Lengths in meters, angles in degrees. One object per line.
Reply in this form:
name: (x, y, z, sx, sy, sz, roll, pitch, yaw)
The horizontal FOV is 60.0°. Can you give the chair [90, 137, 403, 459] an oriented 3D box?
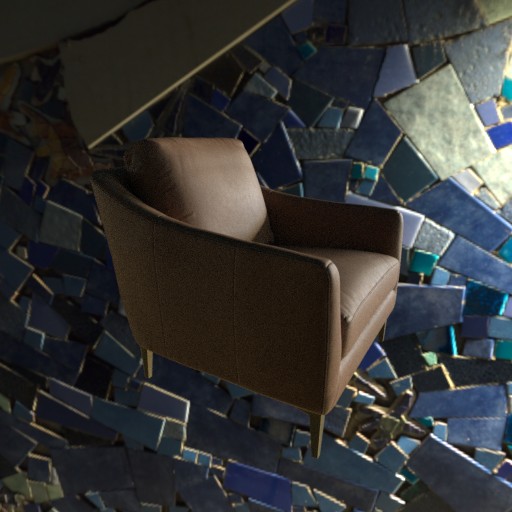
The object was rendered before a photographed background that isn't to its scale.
chair: (0.000, 0.000, 1.724, 0.963, 0.895, 0.988, 7, 16, 27)
